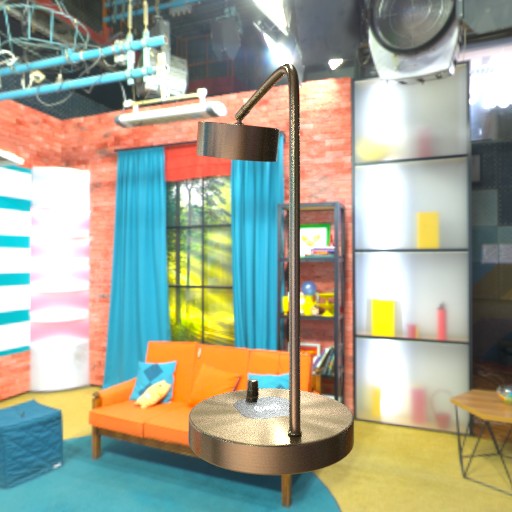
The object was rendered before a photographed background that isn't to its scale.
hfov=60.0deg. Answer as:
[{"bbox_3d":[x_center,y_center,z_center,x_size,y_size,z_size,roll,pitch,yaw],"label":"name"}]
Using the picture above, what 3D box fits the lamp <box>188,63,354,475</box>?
[{"bbox_3d":[0.000,0.000,0.514,0.171,0.380,0.270,0,-1,-18],"label":"lamp"}]
